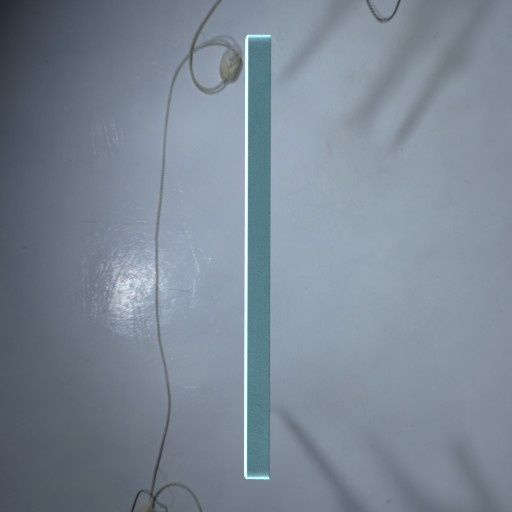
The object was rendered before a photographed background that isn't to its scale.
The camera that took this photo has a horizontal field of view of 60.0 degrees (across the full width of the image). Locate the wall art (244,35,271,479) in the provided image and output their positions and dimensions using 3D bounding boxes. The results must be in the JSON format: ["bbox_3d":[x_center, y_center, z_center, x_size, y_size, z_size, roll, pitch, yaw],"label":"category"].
[{"bbox_3d":[0.000,0.000,1.601,0.070,1.073,1.071,0,91,0],"label":"wall art"}]
